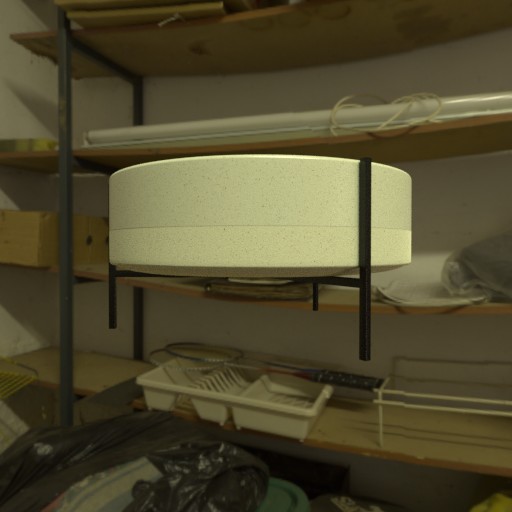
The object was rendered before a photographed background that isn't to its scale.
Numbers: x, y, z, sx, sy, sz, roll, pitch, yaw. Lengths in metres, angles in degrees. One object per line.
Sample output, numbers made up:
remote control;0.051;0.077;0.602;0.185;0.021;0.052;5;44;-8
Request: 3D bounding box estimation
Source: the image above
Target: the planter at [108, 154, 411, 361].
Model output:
planter;0.000;0.000;0.521;0.345;0.171;0.336;0;1;0
